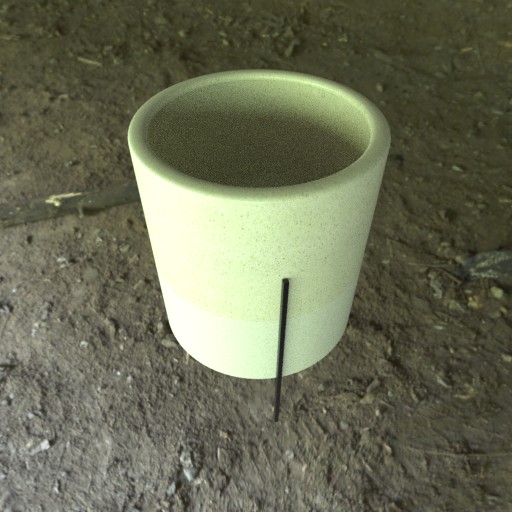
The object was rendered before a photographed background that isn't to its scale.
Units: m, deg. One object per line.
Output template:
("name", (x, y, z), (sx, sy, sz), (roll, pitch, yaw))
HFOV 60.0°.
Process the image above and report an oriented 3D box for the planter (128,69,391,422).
("planter", (0.000, 0.000, 0.724), (0.333, 0.483, 0.324), (14, 46, 14))
